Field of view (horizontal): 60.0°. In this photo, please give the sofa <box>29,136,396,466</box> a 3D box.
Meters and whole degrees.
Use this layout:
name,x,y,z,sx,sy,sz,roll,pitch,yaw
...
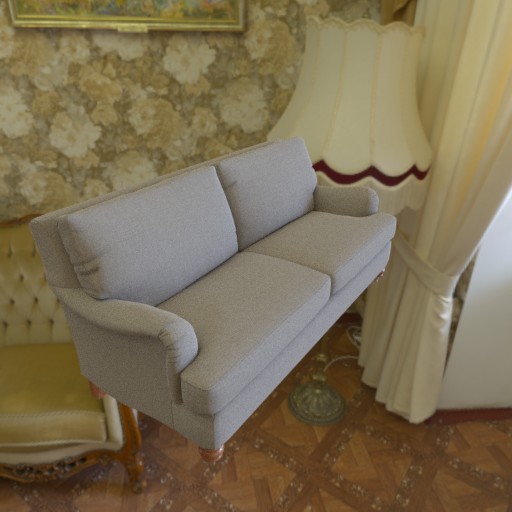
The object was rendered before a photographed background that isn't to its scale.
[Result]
name,x,y,z,sx,sy,sz,roll,pitch,yaw
sofa,0.000,0.000,2.690,1.087,1.054,2.160,17,31,30
